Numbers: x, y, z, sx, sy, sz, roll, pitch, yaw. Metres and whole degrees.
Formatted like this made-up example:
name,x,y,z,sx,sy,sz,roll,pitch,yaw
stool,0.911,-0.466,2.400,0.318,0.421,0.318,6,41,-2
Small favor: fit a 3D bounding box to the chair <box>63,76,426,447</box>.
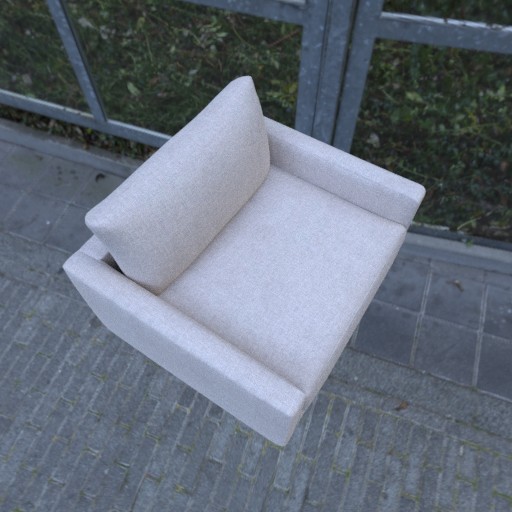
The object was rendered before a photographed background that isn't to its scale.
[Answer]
name,x,y,z,sx,sy,sz,roll,pitch,yaw
chair,0.000,0.000,1.628,0.866,0.861,0.963,29,62,17
